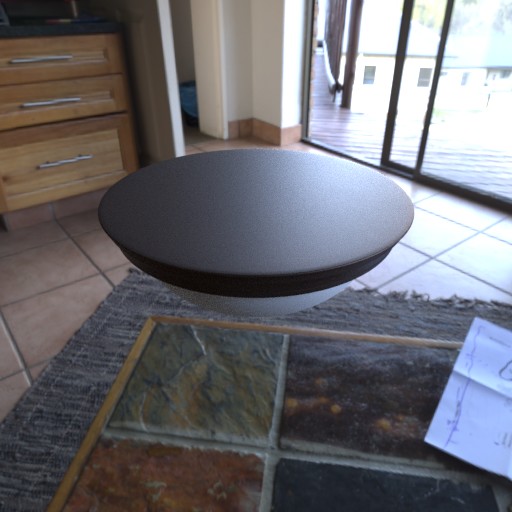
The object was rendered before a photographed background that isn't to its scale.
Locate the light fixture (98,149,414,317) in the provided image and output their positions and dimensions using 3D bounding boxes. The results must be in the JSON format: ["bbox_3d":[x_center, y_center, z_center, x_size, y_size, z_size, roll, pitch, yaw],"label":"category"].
[{"bbox_3d":[0.000,0.000,0.443,0.280,0.135,0.280,0,30,0],"label":"light fixture"}]
